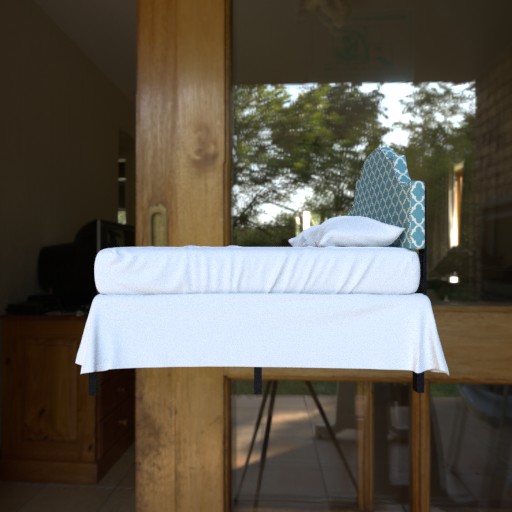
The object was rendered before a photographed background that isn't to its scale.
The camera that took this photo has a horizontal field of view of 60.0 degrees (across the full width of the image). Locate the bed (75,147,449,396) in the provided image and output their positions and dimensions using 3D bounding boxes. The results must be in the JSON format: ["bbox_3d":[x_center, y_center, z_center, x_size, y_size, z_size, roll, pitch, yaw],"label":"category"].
[{"bbox_3d":[0.000,0.000,3.377,2.222,1.633,1.780,0,0,-2],"label":"bed"}]
